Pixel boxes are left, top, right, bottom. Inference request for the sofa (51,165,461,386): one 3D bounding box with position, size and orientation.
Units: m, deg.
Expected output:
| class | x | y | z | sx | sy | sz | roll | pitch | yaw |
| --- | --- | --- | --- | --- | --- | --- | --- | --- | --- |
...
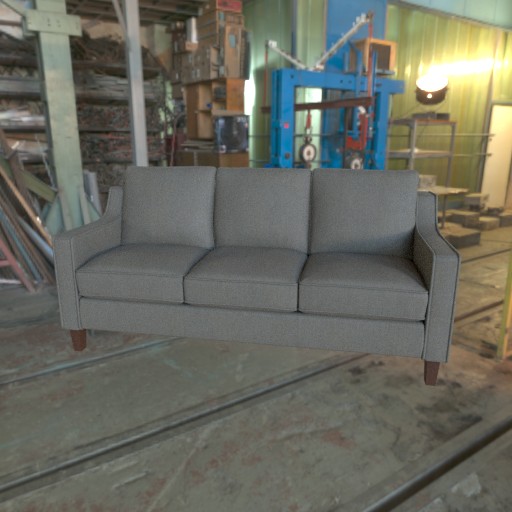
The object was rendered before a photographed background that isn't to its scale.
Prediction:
| class | x | y | z | sx | sy | sz | roll | pitch | yaw |
| --- | --- | --- | --- | --- | --- | --- | --- | --- | --- |
| sofa | 0.000 | 0.000 | 2.549 | 1.986 | 0.974 | 0.911 | 3 | 15 | 10 |
